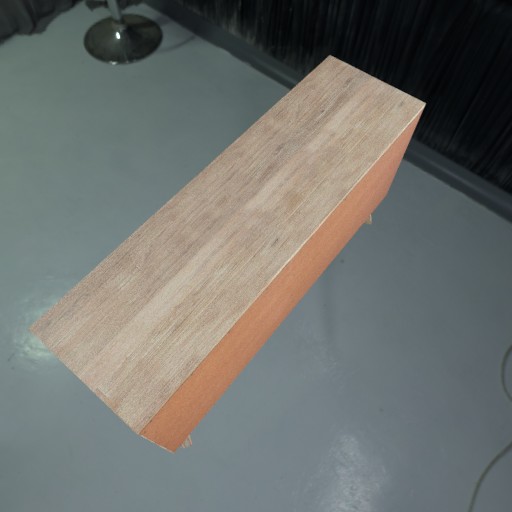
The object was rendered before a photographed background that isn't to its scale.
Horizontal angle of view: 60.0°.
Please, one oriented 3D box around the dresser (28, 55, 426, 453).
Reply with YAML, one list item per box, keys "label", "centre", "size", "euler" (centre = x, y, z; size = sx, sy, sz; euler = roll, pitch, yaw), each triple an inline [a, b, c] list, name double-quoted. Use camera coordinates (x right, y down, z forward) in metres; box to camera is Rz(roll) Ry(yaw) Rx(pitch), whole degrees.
- label: "dresser"
  centre: [0.000, 0.000, 1.866]
  size: [0.455, 0.805, 1.554]
  euler: [35, 67, 18]
